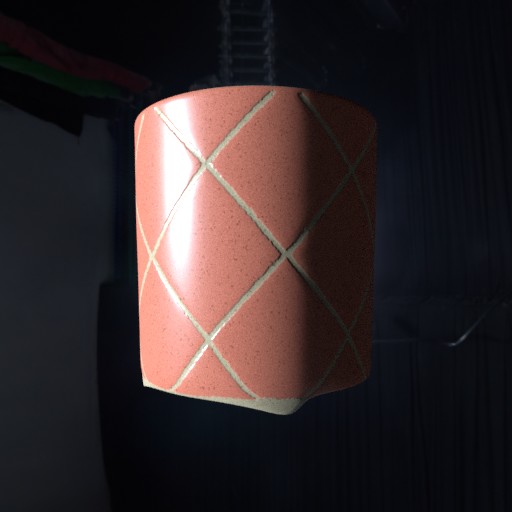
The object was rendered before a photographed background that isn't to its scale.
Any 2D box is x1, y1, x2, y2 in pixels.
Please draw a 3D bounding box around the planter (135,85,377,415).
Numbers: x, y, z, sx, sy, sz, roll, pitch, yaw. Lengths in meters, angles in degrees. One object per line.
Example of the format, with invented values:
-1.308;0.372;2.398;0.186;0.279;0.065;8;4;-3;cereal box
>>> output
0.000;0.000;0.357;0.191;0.200;0.191;0;-2;0;planter
